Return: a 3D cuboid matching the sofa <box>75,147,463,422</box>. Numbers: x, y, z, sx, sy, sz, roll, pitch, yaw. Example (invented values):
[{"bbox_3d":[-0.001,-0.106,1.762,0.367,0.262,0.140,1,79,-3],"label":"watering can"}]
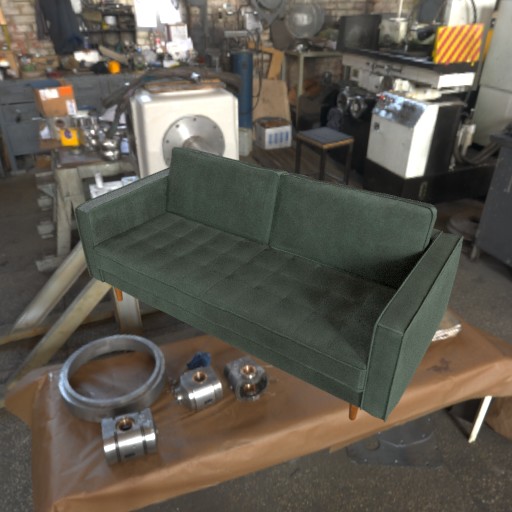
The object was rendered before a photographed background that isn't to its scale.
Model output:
[{"bbox_3d":[0.000,0.000,2.306,1.816,0.781,0.886,20,36,29],"label":"sofa"}]
